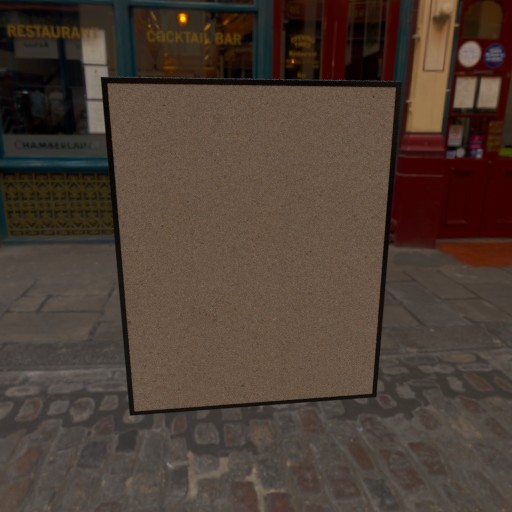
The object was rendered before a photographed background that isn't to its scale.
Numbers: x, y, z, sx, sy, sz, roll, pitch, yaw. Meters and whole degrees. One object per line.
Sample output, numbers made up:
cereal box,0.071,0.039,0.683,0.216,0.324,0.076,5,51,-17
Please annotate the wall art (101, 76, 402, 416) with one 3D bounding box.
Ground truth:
wall art,0.000,0.000,0.744,0.448,0.551,0.038,-2,15,-7
